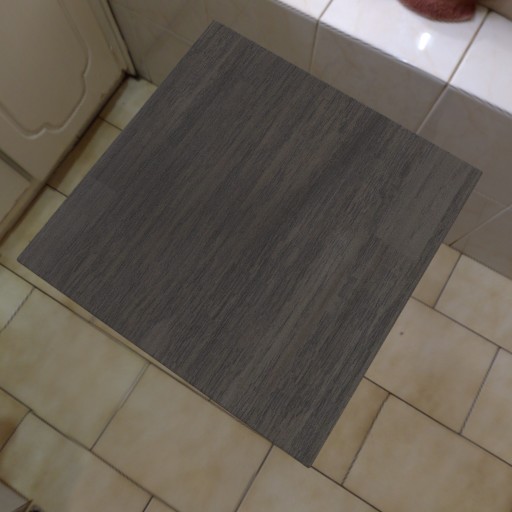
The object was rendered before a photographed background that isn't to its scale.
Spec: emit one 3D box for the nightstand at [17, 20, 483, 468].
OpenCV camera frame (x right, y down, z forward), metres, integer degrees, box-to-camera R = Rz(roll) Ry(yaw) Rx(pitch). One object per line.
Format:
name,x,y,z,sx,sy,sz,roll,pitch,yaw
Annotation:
nightstand,0.000,0.000,0.897,0.503,0.497,0.502,33,78,8
